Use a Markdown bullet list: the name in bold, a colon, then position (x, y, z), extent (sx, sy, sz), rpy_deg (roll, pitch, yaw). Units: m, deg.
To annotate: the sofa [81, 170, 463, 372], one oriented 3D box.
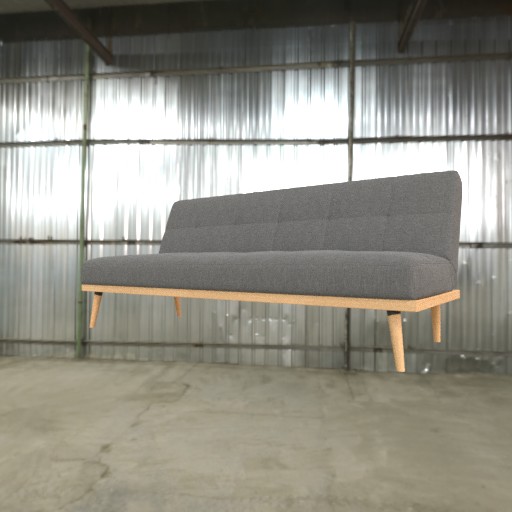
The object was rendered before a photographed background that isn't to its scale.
- **sofa**: position (0.000, 0.000, 2.236), extent (1.820, 0.770, 0.820), rpy_deg (-1, -1, 35)
